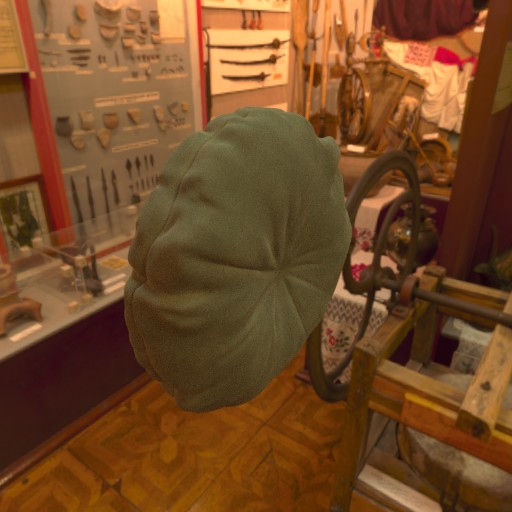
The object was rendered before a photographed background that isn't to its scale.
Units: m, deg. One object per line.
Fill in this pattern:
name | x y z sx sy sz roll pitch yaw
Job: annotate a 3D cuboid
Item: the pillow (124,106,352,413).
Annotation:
pillow | 0.000 0.000 0.637 0.148 0.407 0.428 19 32 33
